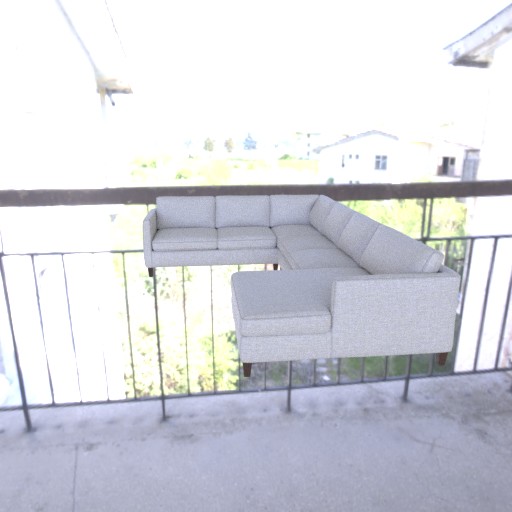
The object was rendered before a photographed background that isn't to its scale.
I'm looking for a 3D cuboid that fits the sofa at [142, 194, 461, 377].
[{"bbox_3d":[0.000,0.000,4.615,2.551,0.889,3.403,-2,15,-6],"label":"sofa"}]
